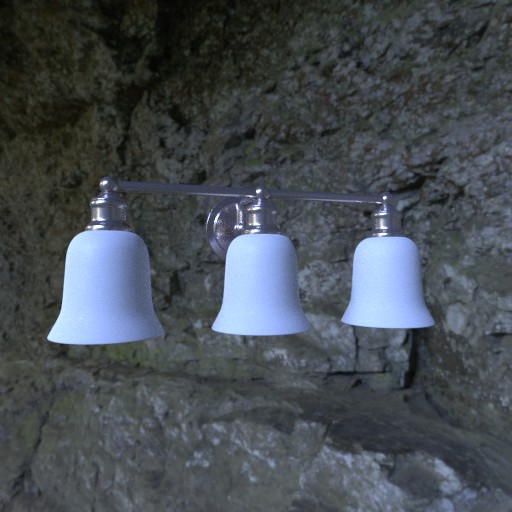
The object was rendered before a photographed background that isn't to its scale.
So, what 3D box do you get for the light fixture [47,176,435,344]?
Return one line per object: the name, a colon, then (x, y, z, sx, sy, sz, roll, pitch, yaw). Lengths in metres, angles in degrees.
light fixture: (0.000, 0.000, 0.675, 0.570, 0.211, 0.198, 0, -1, -18)
